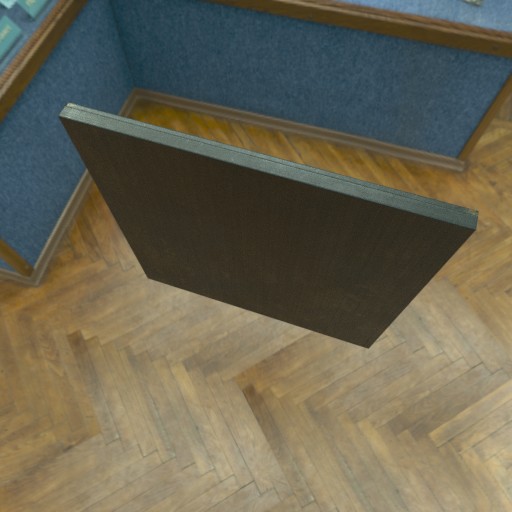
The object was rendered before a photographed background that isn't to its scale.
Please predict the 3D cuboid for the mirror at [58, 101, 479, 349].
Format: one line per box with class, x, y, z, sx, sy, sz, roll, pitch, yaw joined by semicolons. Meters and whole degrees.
mirror;0.000;0.000;0.558;0.382;0.381;0.020;17;65;8
